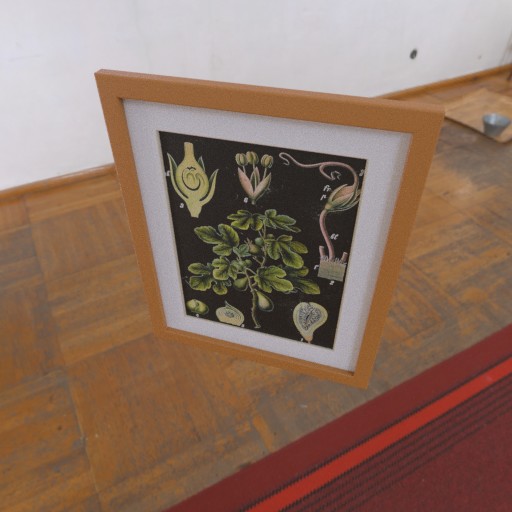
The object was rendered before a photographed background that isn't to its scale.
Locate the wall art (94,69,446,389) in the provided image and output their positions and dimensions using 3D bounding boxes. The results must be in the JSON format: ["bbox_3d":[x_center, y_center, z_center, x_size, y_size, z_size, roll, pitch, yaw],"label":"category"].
[{"bbox_3d":[0.000,0.000,0.735,0.452,0.553,0.022,11,42,13],"label":"wall art"}]
